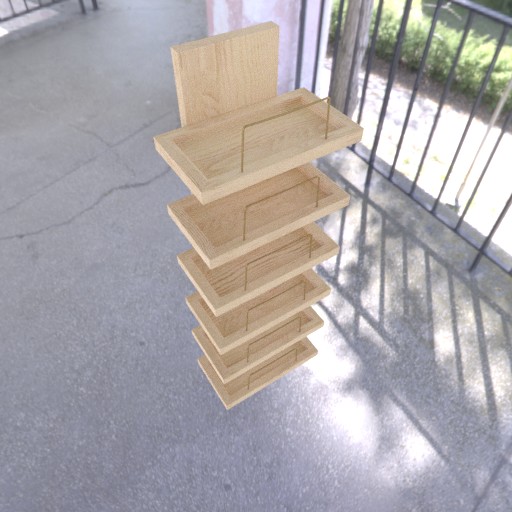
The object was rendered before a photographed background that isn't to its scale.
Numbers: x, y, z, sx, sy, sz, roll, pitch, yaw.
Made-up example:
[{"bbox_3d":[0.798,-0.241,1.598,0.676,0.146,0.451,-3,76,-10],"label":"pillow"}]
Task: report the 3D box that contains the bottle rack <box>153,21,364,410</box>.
[{"bbox_3d":[0.000,0.000,1.048,0.330,0.943,0.206,-26,53,-21],"label":"bottle rack"}]
